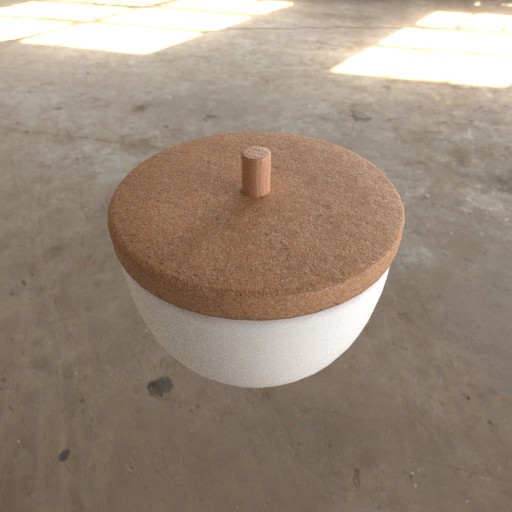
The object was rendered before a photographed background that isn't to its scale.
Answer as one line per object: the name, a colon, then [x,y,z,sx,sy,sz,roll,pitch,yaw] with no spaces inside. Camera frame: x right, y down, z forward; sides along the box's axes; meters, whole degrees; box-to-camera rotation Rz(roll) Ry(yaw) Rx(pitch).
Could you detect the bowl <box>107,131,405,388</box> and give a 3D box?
bowl: [0.000,0.000,0.216,0.126,0.110,0.126,0,41,0]
